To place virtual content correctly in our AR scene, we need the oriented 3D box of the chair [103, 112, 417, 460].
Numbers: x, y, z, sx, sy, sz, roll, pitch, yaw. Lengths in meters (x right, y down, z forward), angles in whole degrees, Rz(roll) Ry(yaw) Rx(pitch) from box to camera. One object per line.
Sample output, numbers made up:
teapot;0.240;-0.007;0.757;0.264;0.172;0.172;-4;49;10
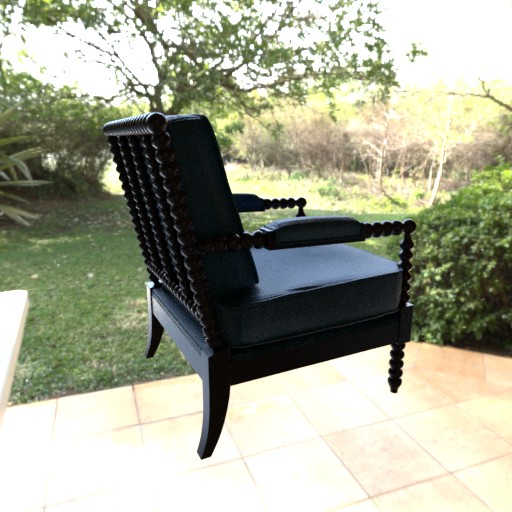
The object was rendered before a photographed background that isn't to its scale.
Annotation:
chair;0.000;0.000;1.442;0.805;0.857;0.688;-7;16;-26
